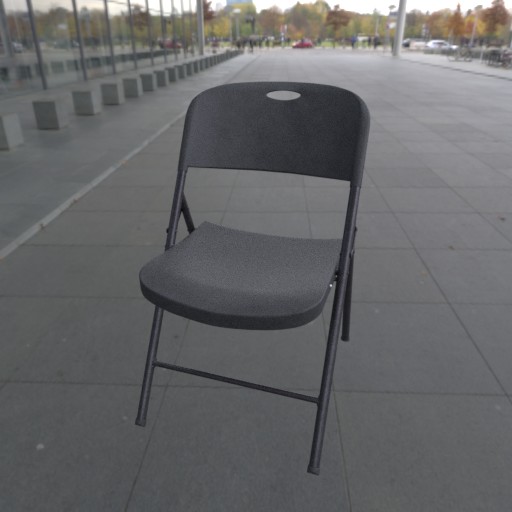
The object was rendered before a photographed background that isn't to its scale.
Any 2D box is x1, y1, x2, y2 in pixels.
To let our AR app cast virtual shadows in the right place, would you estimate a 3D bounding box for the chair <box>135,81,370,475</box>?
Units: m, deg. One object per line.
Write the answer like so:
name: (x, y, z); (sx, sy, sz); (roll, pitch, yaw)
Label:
chair: (0.000, 0.000, 1.160); (0.494, 0.810, 0.567); (8, 27, 16)
